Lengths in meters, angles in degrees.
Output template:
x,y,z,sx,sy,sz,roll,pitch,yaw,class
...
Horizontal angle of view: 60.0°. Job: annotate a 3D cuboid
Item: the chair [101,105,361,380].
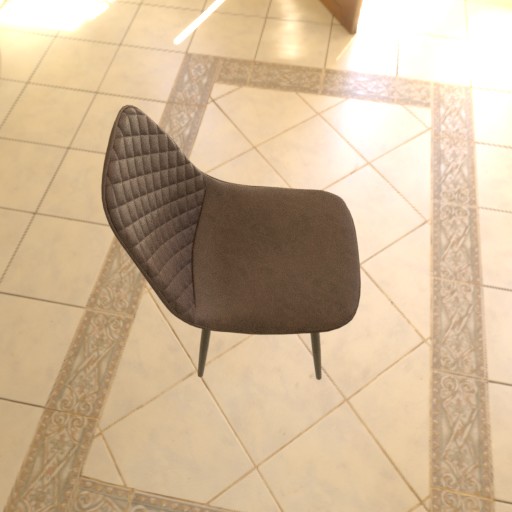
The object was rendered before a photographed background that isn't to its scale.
x,y,z,sx,sy,sz,roll,pitch,yaw,class
0.000,0.000,1.218,0.561,0.889,0.472,1,62,1,chair
